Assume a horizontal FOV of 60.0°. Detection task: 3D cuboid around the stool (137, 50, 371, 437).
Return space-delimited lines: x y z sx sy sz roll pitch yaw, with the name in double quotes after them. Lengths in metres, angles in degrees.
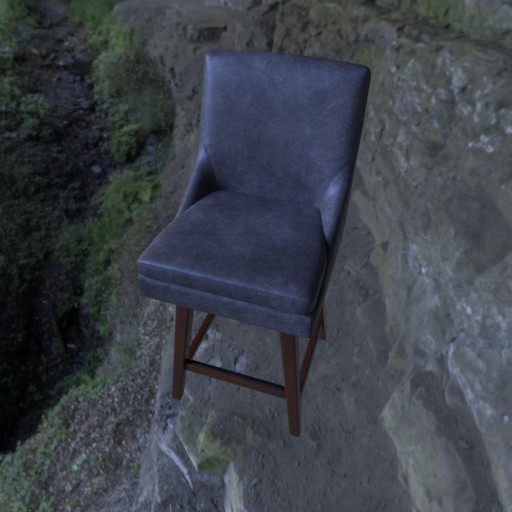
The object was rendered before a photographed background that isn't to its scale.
0.000 0.000 1.381 0.492 1.046 0.587 12 42 14 "stool"
